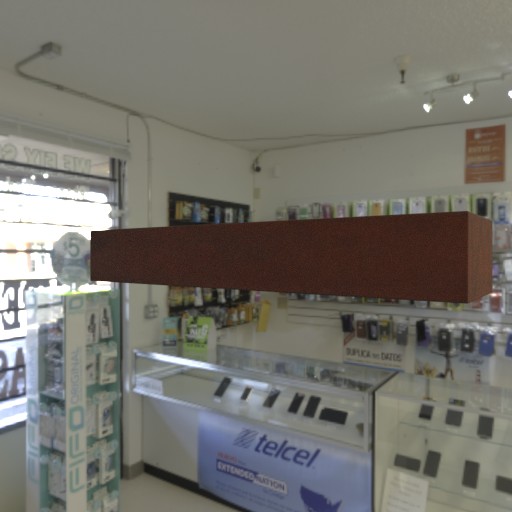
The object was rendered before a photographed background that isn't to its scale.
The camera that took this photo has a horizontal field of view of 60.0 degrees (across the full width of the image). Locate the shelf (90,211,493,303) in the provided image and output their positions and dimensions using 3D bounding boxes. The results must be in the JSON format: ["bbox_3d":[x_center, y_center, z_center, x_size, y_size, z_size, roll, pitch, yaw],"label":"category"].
[{"bbox_3d":[0.000,0.000,0.660,0.607,0.088,0.152,0,0,36],"label":"shelf"}]
